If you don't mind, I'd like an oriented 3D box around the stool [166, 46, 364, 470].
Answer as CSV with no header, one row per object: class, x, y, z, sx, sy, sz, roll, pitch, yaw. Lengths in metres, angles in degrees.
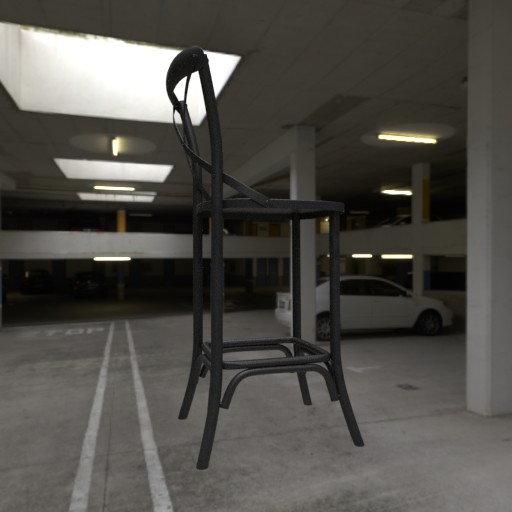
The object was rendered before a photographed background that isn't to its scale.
stool,0.000,0.000,1.468,0.584,1.168,0.457,0,0,-17
